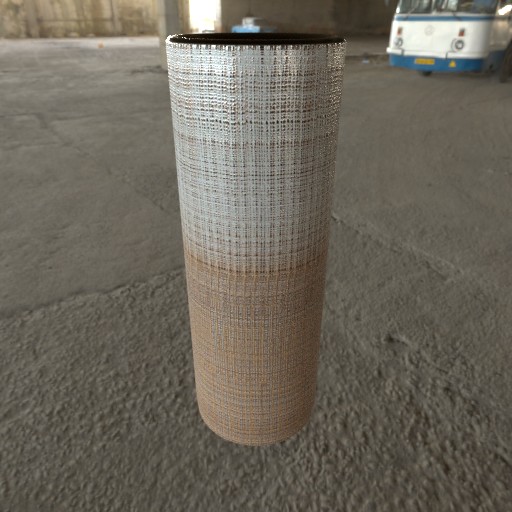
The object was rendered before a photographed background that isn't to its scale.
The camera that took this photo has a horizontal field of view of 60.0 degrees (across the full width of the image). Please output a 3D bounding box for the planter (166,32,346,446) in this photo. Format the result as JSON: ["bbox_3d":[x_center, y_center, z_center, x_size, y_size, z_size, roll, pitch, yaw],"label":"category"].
[{"bbox_3d":[0.000,0.000,0.312,0.099,0.278,0.099,-18,33,-29],"label":"planter"}]
